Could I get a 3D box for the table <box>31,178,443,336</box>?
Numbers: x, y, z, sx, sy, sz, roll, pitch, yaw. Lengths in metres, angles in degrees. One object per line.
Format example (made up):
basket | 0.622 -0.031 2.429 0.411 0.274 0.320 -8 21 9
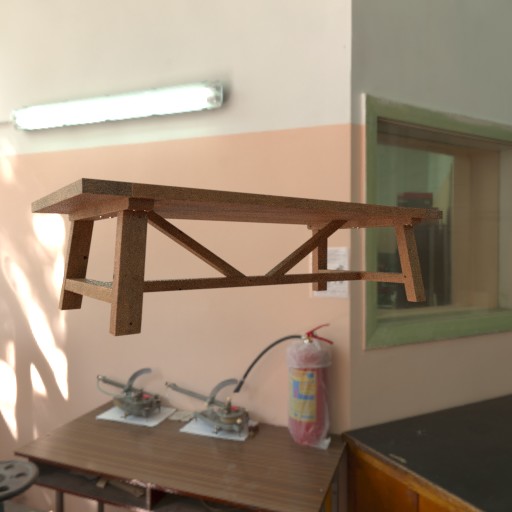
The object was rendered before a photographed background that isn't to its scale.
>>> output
table | 0.000 0.000 2.111 1.800 0.465 0.820 -1 1 -36
